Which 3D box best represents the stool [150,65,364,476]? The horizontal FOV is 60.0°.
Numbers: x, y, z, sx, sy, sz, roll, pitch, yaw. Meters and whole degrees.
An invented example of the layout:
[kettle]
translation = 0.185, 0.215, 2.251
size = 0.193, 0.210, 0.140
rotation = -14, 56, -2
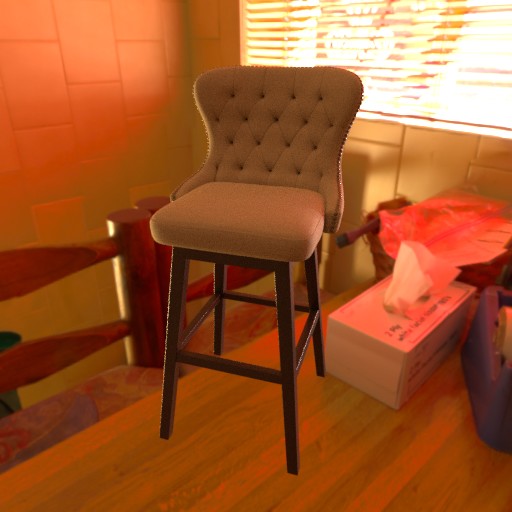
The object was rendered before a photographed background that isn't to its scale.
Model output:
[stool]
translation = 0.000, 0.000, 1.373
size = 0.528, 1.066, 0.605
rotation = 8, 26, 16
